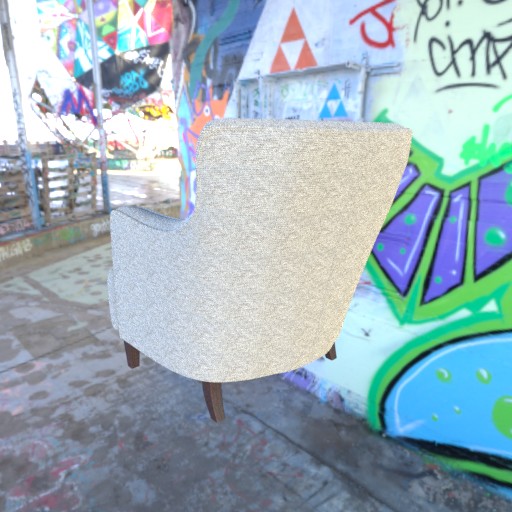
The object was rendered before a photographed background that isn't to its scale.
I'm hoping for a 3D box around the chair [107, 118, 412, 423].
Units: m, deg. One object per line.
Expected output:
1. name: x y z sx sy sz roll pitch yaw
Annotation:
1. chair: 0.000 0.000 1.613 0.820 0.920 0.910 -14 21 -41
